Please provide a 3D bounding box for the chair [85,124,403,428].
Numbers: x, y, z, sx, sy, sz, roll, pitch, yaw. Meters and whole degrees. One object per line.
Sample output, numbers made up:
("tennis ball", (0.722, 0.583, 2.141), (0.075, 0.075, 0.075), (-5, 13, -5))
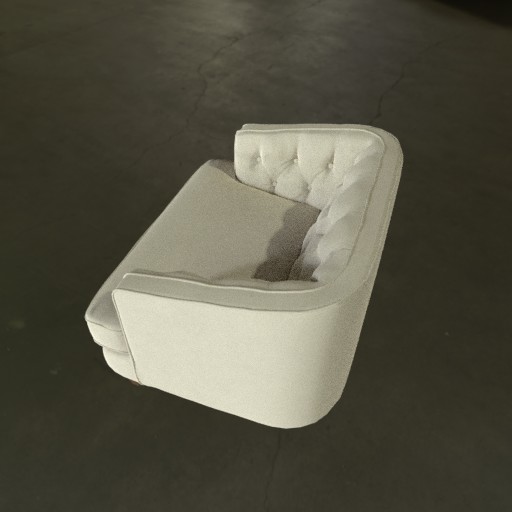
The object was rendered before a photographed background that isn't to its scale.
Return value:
("chair", (0.000, 0.000, 1.801), (0.941, 0.852, 1.104), (15, 47, 14))
